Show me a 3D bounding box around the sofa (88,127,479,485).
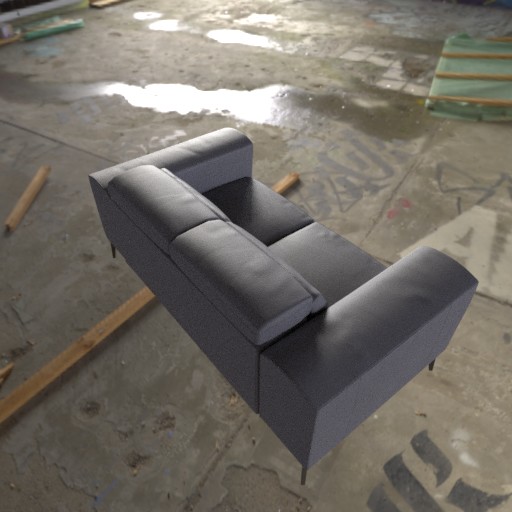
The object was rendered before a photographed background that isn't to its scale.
[{"bbox_3d":[0.000,0.000,2.371,1.003,0.779,1.895,-28,49,-28],"label":"sofa"}]
